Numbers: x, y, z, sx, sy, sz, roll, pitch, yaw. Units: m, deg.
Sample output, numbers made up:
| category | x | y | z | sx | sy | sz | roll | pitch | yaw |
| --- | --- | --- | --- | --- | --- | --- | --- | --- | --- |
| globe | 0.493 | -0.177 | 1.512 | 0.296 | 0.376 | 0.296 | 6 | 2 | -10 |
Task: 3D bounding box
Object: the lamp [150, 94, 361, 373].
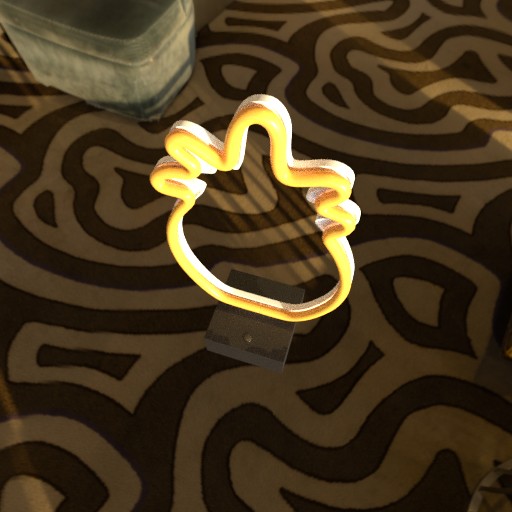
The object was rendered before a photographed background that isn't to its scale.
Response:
| category | x | y | z | sx | sy | sz | roll | pitch | yaw |
| --- | --- | --- | --- | --- | --- | --- | --- | --- | --- |
| lamp | 0.000 | 0.000 | 0.379 | 0.167 | 0.317 | 0.088 | 15 | 60 | 9 |
